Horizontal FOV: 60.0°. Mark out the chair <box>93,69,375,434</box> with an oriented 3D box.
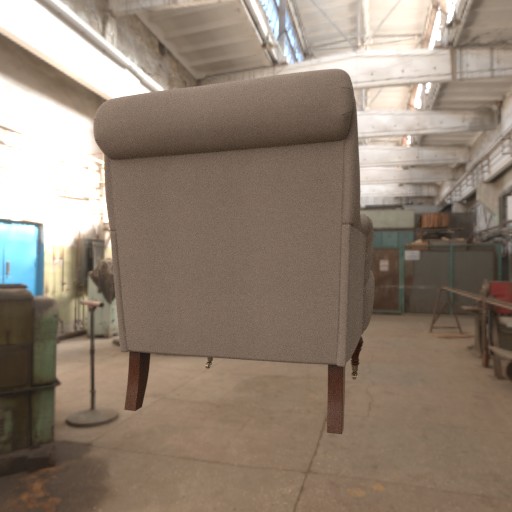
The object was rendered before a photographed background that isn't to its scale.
[{"bbox_3d":[0.000,0.000,1.535,0.766,0.942,0.842,0,-1,18],"label":"chair"}]
